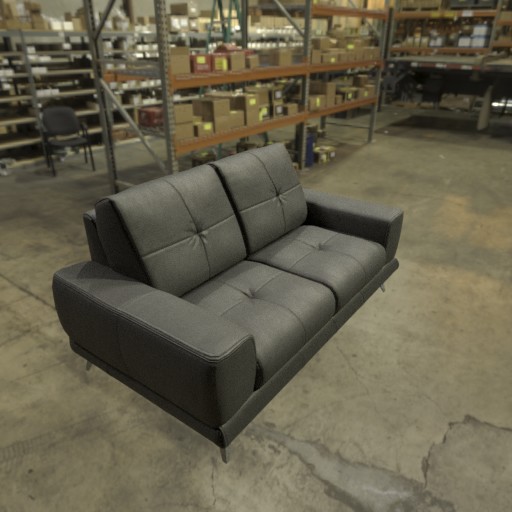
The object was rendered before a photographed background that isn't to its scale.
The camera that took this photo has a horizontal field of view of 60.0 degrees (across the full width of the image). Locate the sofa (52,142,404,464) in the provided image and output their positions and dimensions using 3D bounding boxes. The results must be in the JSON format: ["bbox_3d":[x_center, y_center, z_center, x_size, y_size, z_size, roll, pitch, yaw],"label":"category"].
[{"bbox_3d":[0.000,0.000,2.378,1.018,0.907,1.806,18,32,32],"label":"sofa"}]
